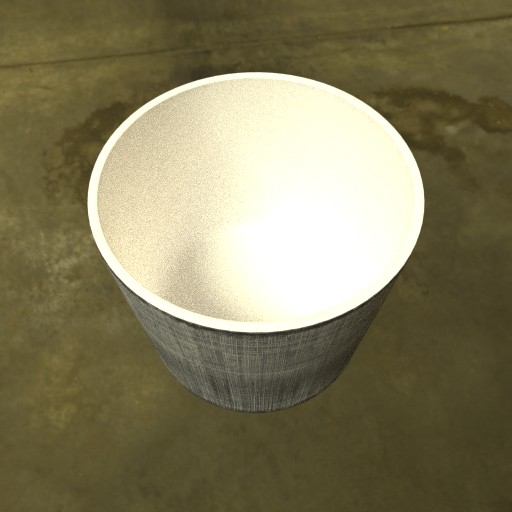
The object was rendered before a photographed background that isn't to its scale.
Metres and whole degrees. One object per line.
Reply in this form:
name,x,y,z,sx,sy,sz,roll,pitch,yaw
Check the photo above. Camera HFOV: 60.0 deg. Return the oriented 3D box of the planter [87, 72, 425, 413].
planter,0.000,0.000,0.380,0.221,0.201,0.221,0,58,0
